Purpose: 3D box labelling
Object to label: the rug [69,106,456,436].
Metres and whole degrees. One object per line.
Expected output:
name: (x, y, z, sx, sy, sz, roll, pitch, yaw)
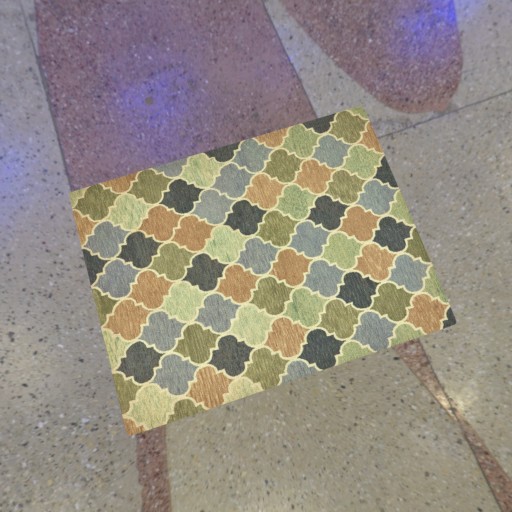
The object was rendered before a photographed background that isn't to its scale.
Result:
rug: (0.000, 0.000, 4.338, 3.200, 0.013, 2.439, -18, 77, -4)
